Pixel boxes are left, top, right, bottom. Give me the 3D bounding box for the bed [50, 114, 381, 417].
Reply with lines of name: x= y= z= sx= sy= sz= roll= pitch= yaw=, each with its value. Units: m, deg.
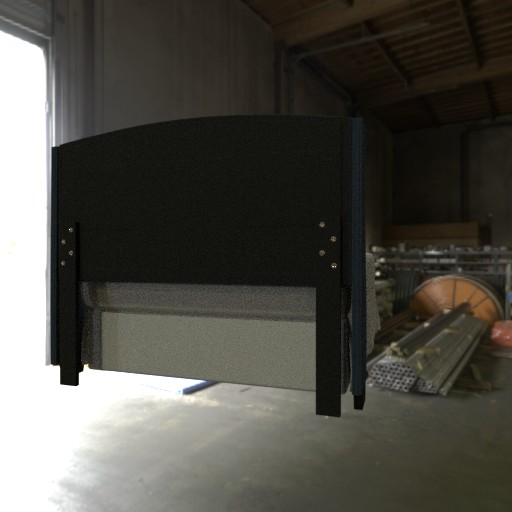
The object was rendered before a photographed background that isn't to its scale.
bed: x=0.000 y=0.000 z=3.252 sx=1.710 sy=1.407 sz=2.237 roll=0 pitch=0 yaw=19
